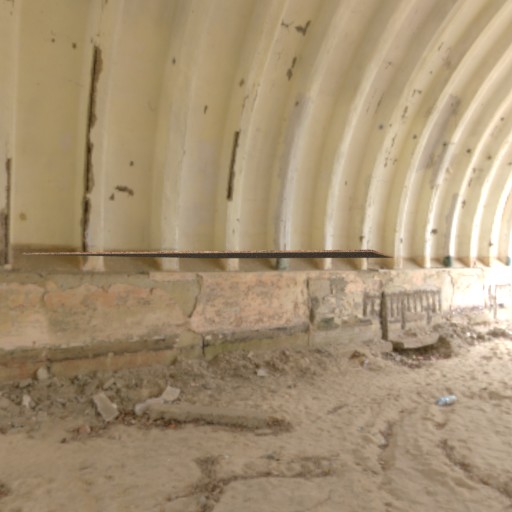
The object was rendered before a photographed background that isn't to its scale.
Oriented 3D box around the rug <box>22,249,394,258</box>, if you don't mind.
[{"bbox_3d":[0.000,0.000,4.285,2.438,0.012,3.200,0,-1,19],"label":"rug"}]
